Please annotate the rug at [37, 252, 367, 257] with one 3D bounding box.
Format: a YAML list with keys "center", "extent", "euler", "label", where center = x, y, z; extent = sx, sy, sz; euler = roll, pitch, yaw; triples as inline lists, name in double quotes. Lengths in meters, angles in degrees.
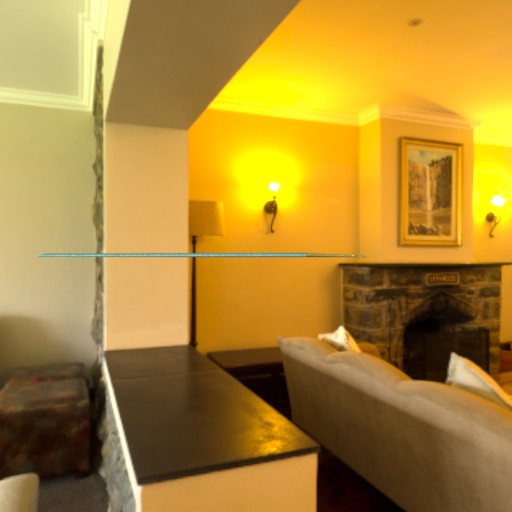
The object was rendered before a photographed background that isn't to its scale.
- center: [0.000, 0.000, 1.450]
  extent: [0.604, 0.007, 1.219]
  euler: [0, 0, 19]
  label: "rug"
